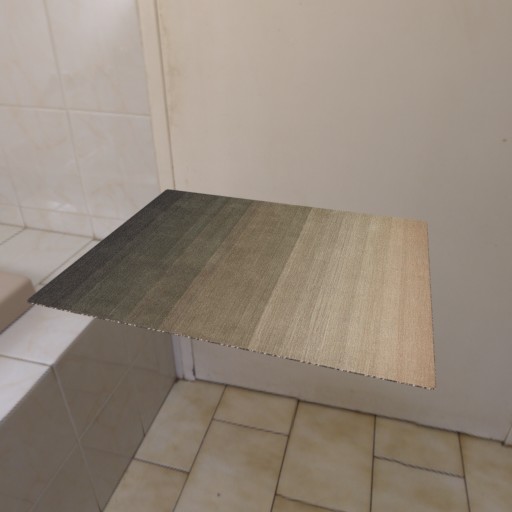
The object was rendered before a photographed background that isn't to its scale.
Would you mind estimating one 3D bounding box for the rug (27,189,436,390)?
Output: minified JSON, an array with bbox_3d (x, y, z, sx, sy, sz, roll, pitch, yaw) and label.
[{"bbox_3d":[0.000,0.000,3.884,2.902,0.017,2.305,9,32,15],"label":"rug"}]
